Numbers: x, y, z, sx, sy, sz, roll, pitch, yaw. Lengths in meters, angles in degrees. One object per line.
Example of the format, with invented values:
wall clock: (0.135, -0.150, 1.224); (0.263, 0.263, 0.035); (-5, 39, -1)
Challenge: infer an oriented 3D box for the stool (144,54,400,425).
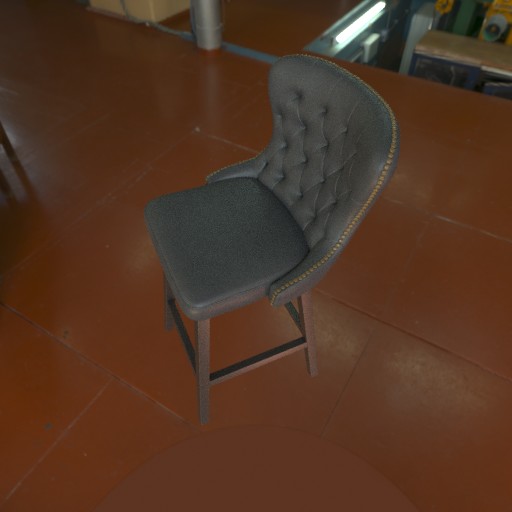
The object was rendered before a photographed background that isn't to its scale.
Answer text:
stool: (0.000, 0.000, 1.325); (0.593, 0.971, 0.528); (-18, 50, -16)
